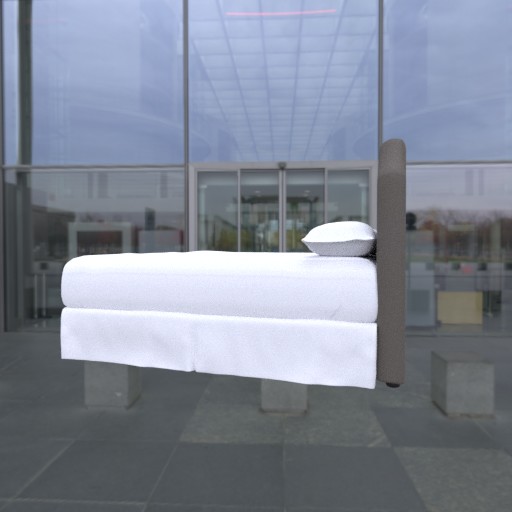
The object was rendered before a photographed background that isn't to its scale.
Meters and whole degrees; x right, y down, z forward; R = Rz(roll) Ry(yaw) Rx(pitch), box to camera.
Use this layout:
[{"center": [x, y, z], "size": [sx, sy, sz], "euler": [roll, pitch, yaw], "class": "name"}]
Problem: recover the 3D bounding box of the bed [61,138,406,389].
[{"center": [0.000, 0.000, 3.984], "size": [2.536, 1.561, 2.194], "euler": [0, 1, 18], "class": "bed"}]
